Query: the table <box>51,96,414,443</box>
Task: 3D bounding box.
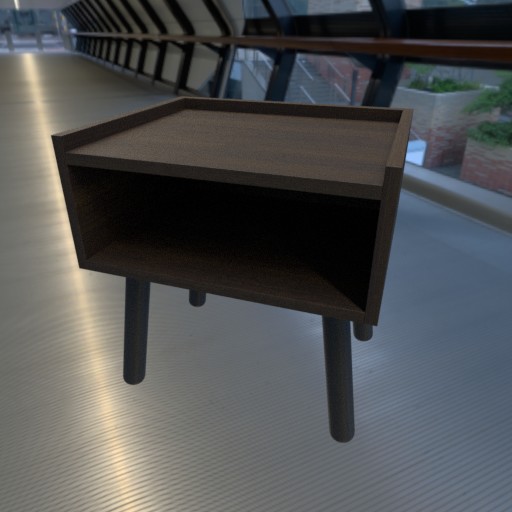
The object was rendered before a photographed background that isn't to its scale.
[{"bbox_3d":[0.000,0.000,0.789,0.450,0.470,0.370,9,29,17],"label":"table"}]
